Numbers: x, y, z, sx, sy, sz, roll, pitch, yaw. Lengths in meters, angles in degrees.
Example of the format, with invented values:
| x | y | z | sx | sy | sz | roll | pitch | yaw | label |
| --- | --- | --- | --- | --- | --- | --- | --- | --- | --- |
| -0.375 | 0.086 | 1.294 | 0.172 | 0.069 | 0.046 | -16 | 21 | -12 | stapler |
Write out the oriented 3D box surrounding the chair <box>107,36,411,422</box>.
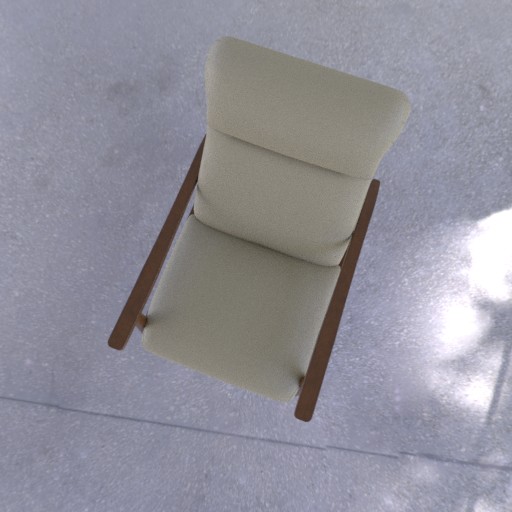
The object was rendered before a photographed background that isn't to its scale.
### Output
| x | y | z | sx | sy | sz | roll | pitch | yaw | label |
| --- | --- | --- | --- | --- | --- | --- | --- | --- | --- |
| 0.000 | 0.000 | 1.726 | 0.762 | 1.082 | 1.014 | 20 | 78 | 4 | chair |
